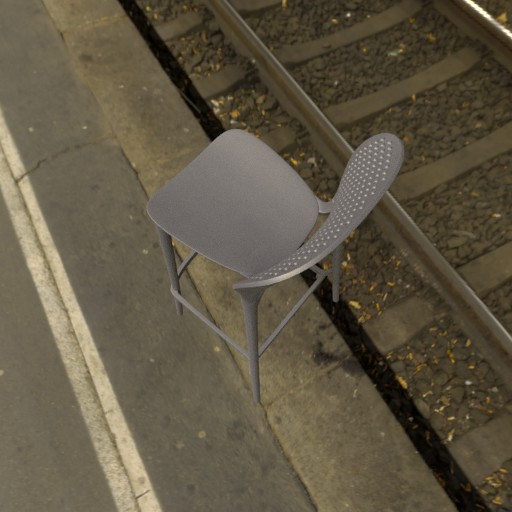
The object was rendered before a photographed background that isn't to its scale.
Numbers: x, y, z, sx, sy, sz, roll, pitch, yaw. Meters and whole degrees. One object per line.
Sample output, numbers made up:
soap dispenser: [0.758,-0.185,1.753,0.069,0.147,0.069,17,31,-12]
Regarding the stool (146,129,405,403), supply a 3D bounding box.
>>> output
stool: [0.000,0.000,1.330,0.535,1.045,0.536,36,69,17]
